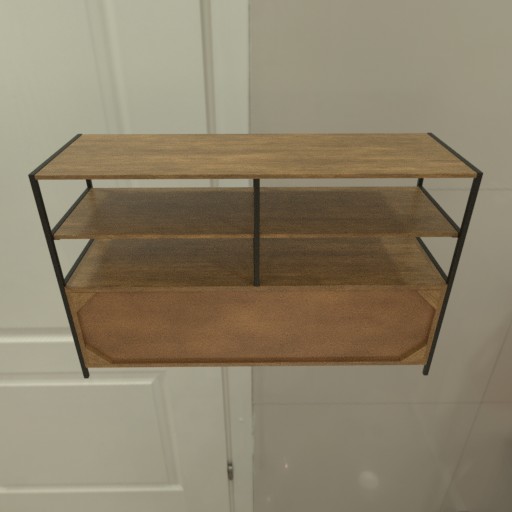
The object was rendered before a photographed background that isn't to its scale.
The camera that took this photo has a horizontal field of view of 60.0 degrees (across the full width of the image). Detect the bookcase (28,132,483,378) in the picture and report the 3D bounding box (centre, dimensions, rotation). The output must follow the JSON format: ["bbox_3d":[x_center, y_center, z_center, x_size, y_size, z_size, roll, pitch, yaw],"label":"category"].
[{"bbox_3d":[0.000,0.000,1.465,1.149,0.712,0.391,0,31,-1],"label":"bookcase"}]
